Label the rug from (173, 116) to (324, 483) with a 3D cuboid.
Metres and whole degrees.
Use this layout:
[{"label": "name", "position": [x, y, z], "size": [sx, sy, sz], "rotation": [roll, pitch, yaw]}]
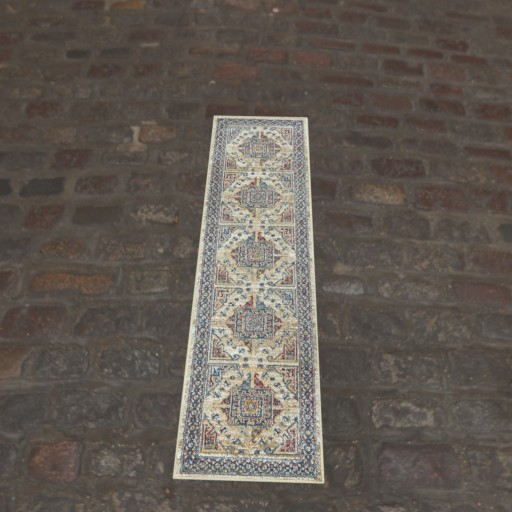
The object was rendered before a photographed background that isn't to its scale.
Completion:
[{"label": "rug", "position": [0.000, 0.000, 2.528], "size": [0.661, 0.013, 2.297], "rotation": [1, 59, 1]}]
